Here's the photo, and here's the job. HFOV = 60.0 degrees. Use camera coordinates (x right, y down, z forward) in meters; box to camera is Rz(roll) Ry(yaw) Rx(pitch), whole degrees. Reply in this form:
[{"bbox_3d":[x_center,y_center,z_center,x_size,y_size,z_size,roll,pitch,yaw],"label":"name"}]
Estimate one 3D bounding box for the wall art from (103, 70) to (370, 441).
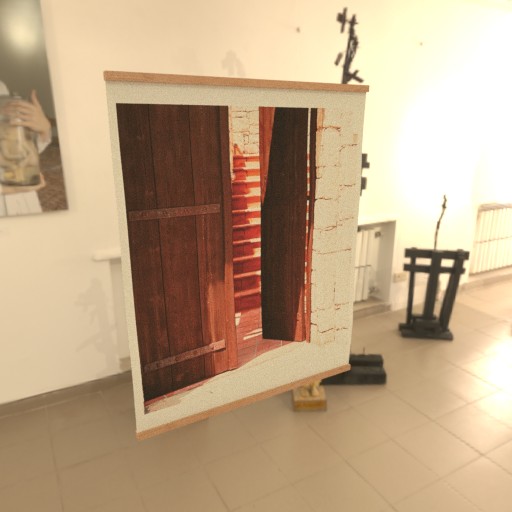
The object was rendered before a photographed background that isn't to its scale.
[{"bbox_3d":[0.000,0.000,0.683,0.406,0.508,0.013,-9,19,-28],"label":"wall art"}]
